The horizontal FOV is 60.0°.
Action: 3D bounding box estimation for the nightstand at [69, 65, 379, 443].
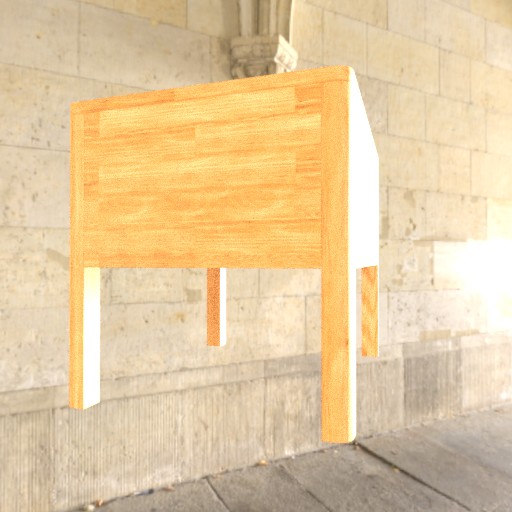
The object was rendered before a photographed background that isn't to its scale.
[{"bbox_3d":[0.000,0.000,0.881,0.440,0.470,0.560,0,-1,19],"label":"nightstand"}]
